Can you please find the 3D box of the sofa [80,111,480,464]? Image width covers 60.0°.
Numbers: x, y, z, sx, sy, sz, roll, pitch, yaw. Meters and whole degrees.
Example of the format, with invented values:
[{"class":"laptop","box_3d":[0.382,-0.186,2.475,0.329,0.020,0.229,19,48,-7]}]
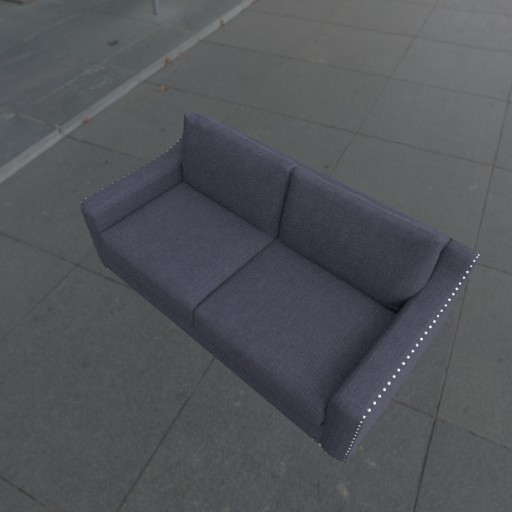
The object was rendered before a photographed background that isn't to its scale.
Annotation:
[{"class":"sofa","box_3d":[0.000,0.000,3.261,2.550,1.196,1.336,33,56,26]}]
